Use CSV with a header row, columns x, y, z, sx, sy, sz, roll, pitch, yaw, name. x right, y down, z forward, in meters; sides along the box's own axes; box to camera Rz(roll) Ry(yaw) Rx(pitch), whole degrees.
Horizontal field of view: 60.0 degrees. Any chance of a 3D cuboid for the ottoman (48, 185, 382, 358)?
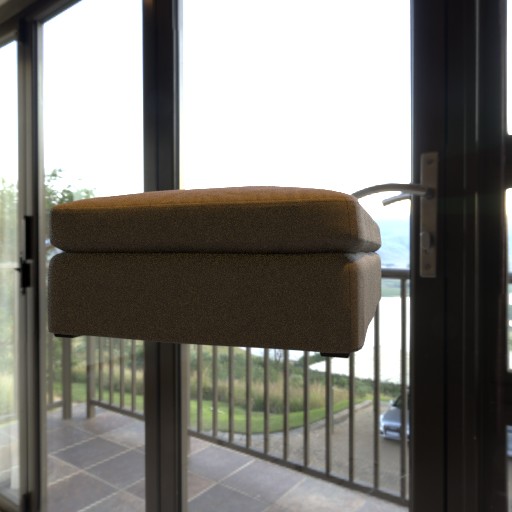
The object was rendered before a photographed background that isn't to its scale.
x,y,z,sx,sy,sz,roll,pitch,yaw,name
0.000,0.000,1.607,0.840,0.429,1.199,0,1,18,ottoman
